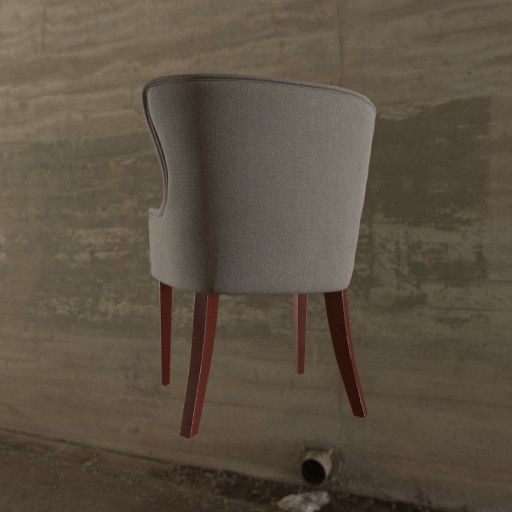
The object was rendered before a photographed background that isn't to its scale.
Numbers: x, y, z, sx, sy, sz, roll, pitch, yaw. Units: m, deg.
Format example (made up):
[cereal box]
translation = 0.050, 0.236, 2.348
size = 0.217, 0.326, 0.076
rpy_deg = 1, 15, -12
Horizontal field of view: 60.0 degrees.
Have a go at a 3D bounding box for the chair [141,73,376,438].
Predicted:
[chair]
translation = 0.000, 0.000, 1.434
size = 0.732, 0.948, 0.677
rpy_deg = 0, 0, -17
